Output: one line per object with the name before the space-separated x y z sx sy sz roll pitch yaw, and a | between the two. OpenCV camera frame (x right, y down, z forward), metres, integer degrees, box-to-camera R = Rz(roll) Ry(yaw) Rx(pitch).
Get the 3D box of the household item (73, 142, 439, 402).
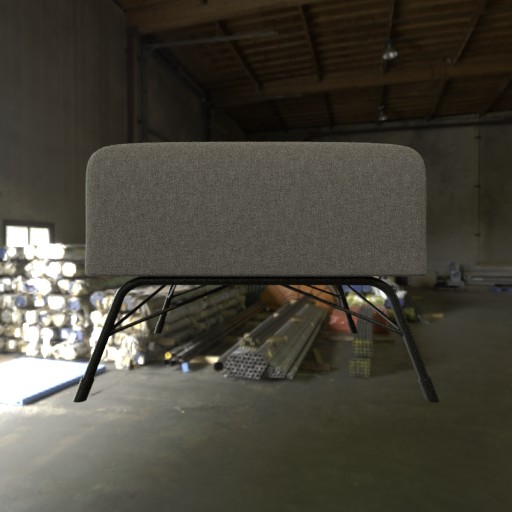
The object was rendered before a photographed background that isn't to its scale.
household item | 0.000 0.000 0.895 0.530 0.410 0.530 0 1 0
